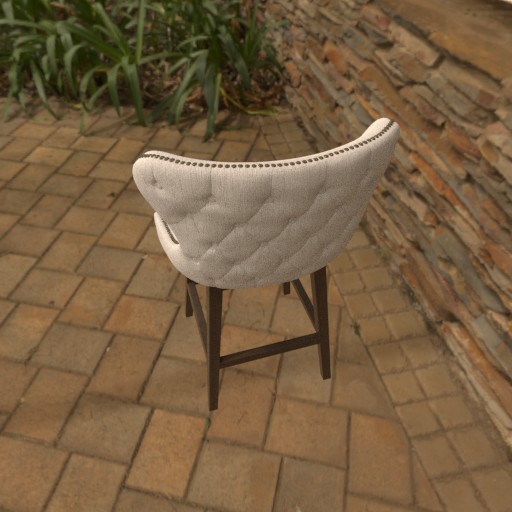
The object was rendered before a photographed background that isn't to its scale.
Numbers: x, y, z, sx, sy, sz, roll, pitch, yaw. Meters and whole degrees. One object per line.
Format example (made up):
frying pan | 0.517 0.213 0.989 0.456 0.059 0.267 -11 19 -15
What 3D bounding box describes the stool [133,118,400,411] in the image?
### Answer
stool | 0.000 0.000 1.364 0.615 0.972 0.597 -11 43 -12
